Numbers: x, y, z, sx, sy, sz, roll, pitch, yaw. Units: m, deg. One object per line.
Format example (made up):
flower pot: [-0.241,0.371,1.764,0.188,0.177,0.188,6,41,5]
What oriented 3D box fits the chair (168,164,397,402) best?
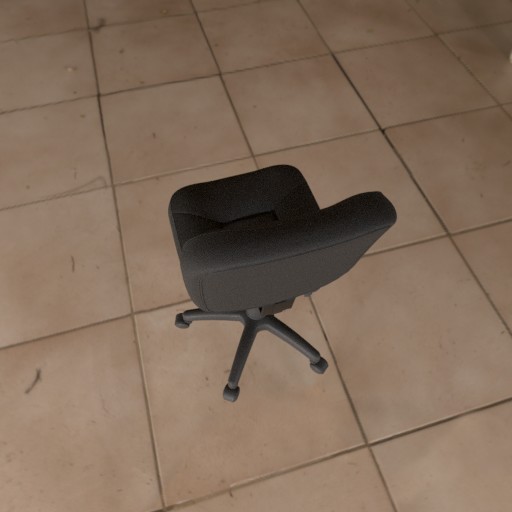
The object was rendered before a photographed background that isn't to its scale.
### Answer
chair: [0.000,0.000,1.329,0.610,0.972,0.610,-15,59,-9]
